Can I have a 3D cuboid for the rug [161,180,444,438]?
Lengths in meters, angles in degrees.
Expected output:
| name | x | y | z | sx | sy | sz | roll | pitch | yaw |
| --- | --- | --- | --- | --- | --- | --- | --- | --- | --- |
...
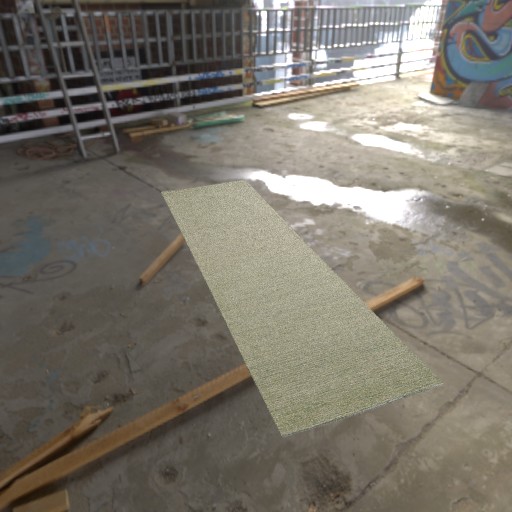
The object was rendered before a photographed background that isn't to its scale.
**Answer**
| name | x | y | z | sx | sy | sz | roll | pitch | yaw |
| --- | --- | --- | --- | --- | --- | --- | --- | --- | --- |
| rug | 0.000 | 0.000 | 2.549 | 0.686 | 0.013 | 2.340 | -11 | 32 | -17 |
